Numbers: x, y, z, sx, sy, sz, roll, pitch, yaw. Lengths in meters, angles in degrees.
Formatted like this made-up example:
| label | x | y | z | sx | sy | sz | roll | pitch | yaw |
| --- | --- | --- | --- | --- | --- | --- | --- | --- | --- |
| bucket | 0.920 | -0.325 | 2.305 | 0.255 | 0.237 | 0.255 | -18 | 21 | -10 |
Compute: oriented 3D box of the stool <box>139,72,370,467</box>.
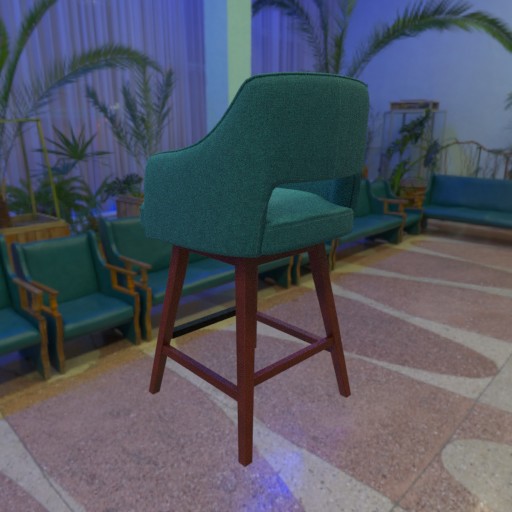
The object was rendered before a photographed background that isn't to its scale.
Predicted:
| label | x | y | z | sx | sy | sz | roll | pitch | yaw |
| --- | --- | --- | --- | --- | --- | --- | --- | --- | --- |
| stool | 0.000 | 0.000 | 1.315 | 0.548 | 0.961 | 0.556 | -15 | 22 | -42 |
